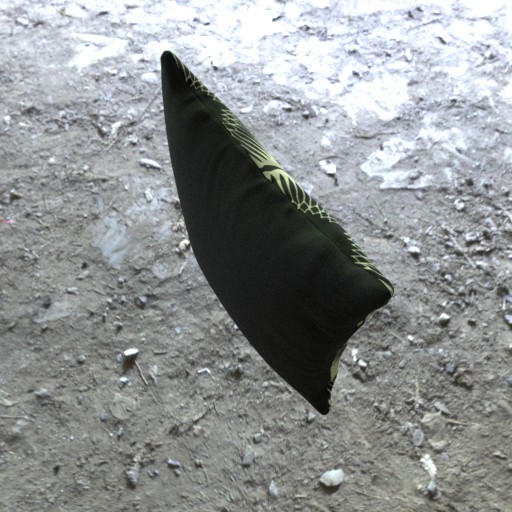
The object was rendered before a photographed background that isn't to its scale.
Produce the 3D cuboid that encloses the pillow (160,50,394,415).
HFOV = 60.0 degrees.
[{"bbox_3d":[0.000,0.000,0.660,0.139,0.432,0.432,-29,62,-17],"label":"pillow"}]
